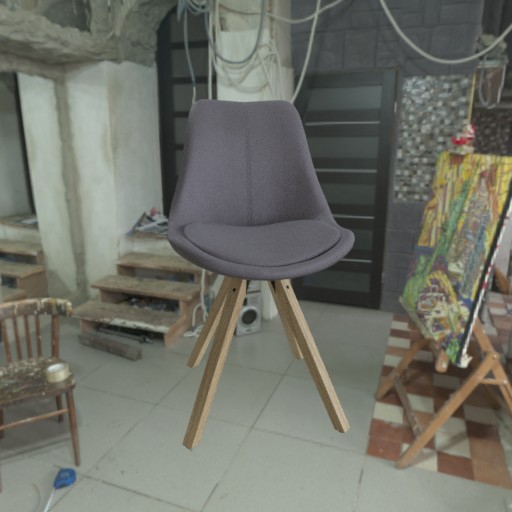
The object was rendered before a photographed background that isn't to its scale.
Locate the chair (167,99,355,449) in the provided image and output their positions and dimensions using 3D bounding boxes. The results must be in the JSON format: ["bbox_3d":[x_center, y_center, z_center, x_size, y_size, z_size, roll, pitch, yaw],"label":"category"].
[{"bbox_3d":[0.000,0.000,1.238,0.483,0.865,0.547,-2,15,-9],"label":"chair"}]
